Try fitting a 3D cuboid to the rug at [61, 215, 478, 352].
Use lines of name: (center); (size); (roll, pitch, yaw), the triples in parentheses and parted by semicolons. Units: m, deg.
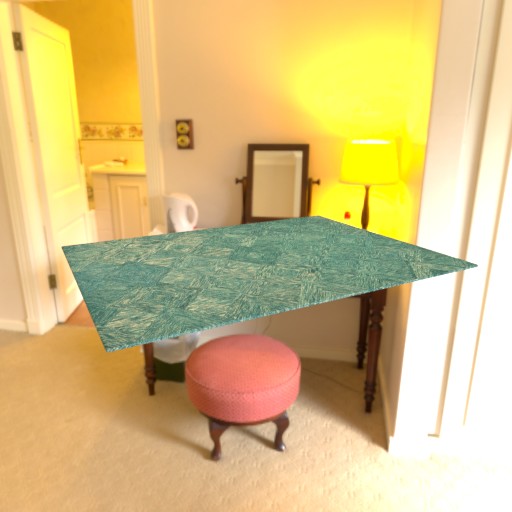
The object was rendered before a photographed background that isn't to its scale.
rug: (0.000, 0.000, 4.241); (3.217, 0.027, 2.405); (-9, 19, -27)
